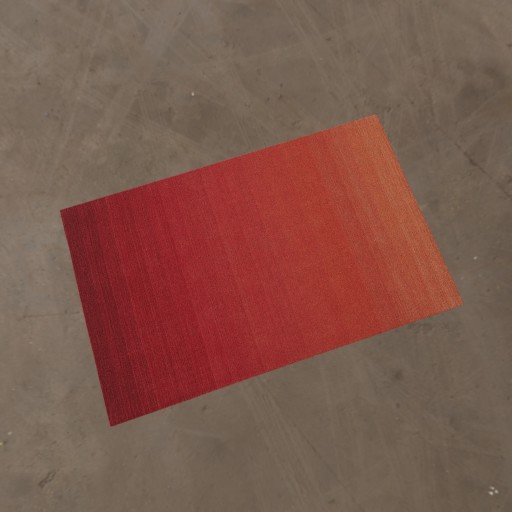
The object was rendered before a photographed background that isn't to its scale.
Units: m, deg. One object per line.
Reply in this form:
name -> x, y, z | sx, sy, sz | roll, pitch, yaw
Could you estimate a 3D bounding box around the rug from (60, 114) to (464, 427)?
rug -> 0.000, 0.000, 3.070 | 2.442, 0.010, 1.531 | -18, 76, -5
